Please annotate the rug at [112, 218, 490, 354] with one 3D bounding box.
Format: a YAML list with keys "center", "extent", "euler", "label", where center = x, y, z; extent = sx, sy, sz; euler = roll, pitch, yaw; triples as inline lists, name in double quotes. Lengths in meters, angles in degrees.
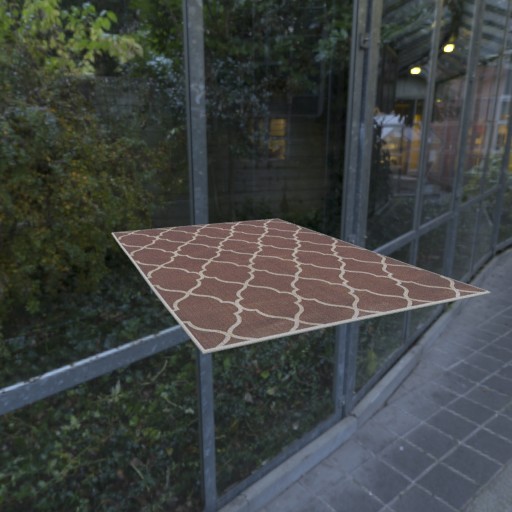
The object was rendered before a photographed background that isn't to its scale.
- center: [0.000, 0.000, 2.909]
  extent: [1.528, 0.014, 2.294]
  euler: [-7, 17, -24]
  label: "rug"
